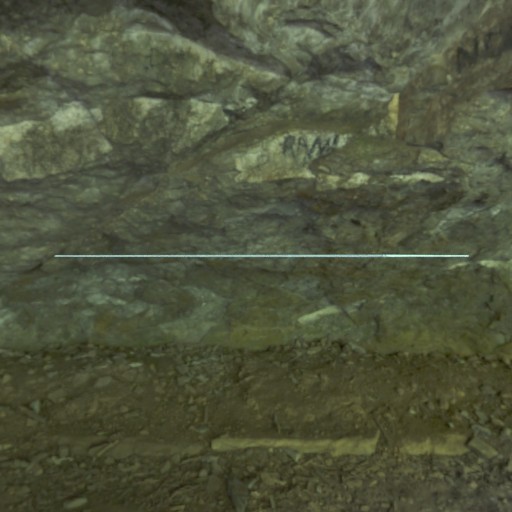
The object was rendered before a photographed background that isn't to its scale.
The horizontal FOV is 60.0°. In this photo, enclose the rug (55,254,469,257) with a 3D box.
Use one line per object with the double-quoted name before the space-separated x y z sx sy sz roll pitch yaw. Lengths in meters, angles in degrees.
"rug" 0.000 0.000 2.920 2.284 0.008 1.522 0 0 36
